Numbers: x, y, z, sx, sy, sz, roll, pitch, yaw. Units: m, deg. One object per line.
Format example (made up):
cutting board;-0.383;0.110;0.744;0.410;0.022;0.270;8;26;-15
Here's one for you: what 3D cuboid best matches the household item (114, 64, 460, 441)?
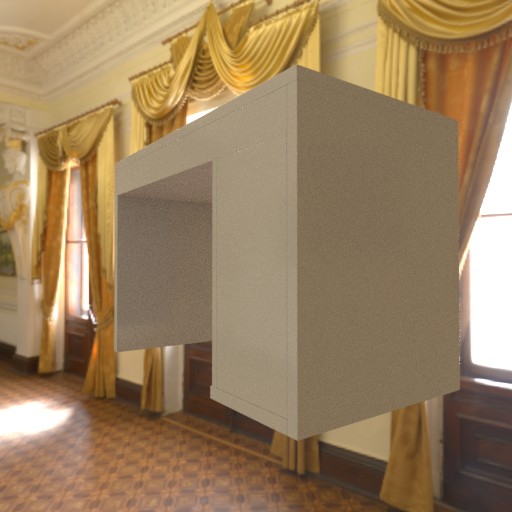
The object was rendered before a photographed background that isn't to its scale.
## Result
household item;0.000;0.000;1.500;0.597;0.749;1.100;1;-1;-36
